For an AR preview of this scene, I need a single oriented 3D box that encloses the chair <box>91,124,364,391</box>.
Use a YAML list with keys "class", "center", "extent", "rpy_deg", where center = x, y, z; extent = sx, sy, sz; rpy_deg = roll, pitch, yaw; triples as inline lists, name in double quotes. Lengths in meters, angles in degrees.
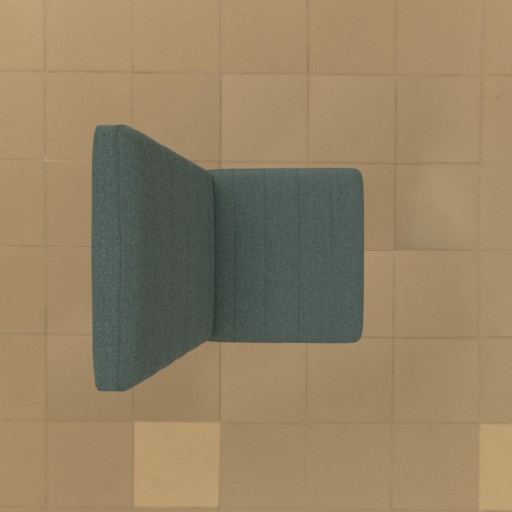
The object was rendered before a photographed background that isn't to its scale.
- class: "chair"
  center: [0.000, 0.000, 1.282]
  extent: [0.634, 0.930, 0.520]
  rpy_deg: [0, 91, 0]
